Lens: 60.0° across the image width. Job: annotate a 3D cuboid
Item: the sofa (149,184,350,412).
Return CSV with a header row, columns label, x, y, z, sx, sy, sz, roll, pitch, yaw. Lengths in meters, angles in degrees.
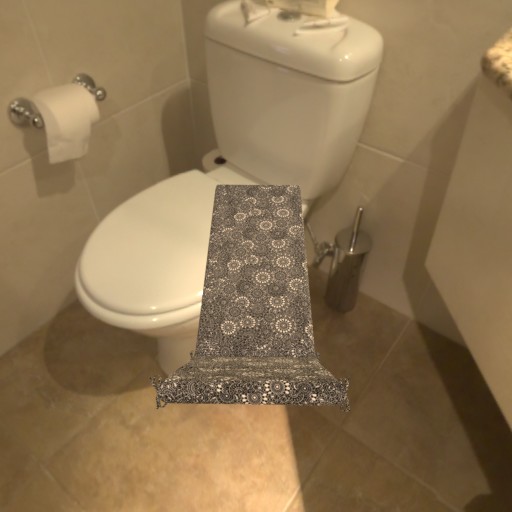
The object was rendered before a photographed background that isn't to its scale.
label,x,y,z,sx,sy,sz,roll,pitch,yaw
sofa,0.000,0.000,1.974,0.582,0.622,1.663,1,47,1
